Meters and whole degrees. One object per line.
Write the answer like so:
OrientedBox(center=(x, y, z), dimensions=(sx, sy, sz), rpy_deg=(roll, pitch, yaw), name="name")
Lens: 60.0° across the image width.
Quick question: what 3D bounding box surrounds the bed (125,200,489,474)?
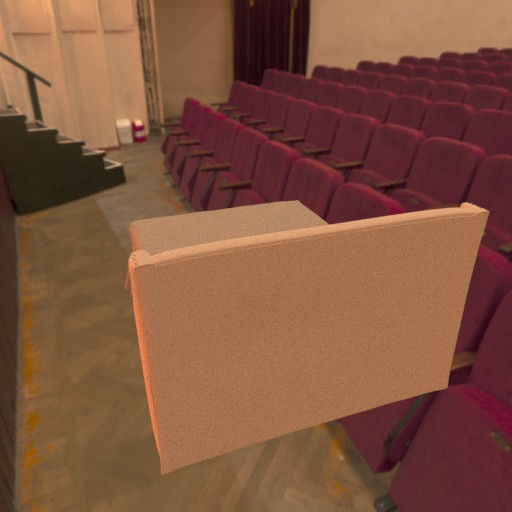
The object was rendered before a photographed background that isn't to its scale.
OrientedBox(center=(0.000, 0.000, 3.348), dimensions=(1.925, 1.332, 2.276), rpy_deg=(-9, 28, -18), name="bed")
